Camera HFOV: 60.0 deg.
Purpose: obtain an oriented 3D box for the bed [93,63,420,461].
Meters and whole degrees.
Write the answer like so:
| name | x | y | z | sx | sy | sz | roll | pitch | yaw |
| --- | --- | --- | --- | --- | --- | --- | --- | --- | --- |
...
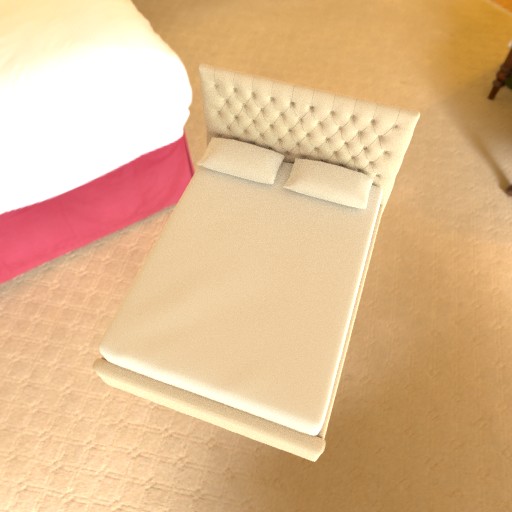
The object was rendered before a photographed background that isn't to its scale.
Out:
| name | x | y | z | sx | sy | sz | roll | pitch | yaw |
| --- | --- | --- | --- | --- | --- | --- | --- | --- | --- |
| bed | 0.000 | 0.000 | 3.296 | 1.696 | 1.426 | 2.233 | 17 | 59 | 10 |
